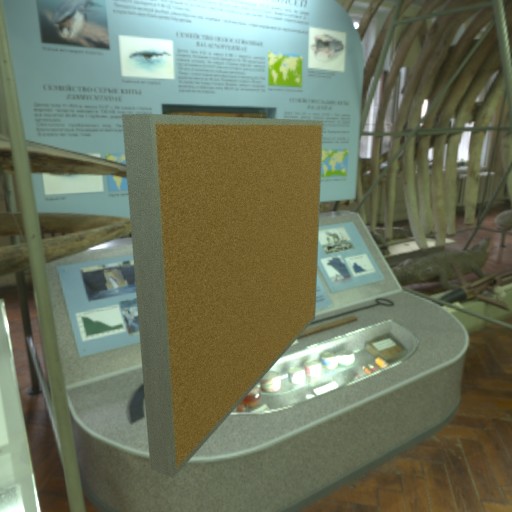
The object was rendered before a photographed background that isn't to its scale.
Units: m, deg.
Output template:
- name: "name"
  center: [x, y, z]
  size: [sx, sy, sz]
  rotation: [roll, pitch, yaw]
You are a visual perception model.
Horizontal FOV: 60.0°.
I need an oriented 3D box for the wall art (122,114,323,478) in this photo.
- name: "wall art"
  center: [0.000, 0.000, 0.759]
  size: [0.037, 0.450, 0.557]
  rotation: [8, 18, 25]
